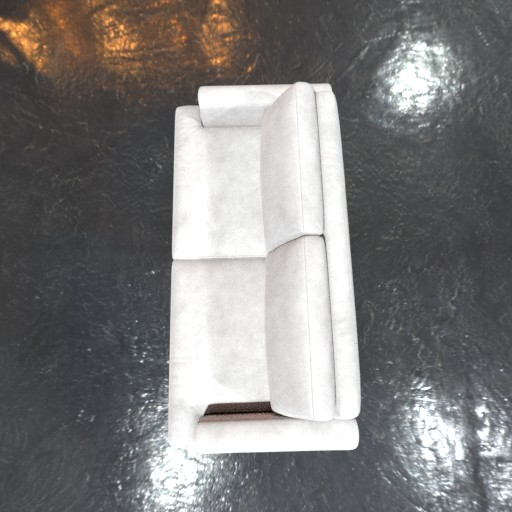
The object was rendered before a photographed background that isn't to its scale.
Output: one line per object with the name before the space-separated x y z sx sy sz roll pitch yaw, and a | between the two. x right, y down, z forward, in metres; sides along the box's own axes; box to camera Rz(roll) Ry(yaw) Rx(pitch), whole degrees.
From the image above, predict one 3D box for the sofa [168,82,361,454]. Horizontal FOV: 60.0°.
sofa | 0.000 0.000 2.495 0.980 0.830 2.013 -1 75 0
